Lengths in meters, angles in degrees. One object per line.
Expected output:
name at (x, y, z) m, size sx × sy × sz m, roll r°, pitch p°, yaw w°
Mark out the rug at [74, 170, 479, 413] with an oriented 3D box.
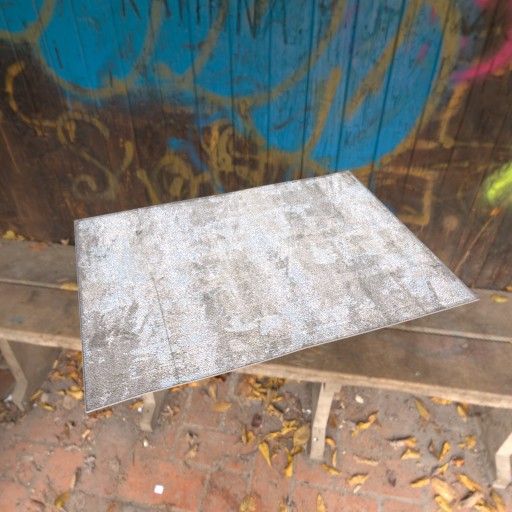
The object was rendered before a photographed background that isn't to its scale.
rug at (0.000, 0.000, 4.316) m, size 3.307 × 0.013 × 2.393 m, roll -13°, pitch 42°, yaw -15°
